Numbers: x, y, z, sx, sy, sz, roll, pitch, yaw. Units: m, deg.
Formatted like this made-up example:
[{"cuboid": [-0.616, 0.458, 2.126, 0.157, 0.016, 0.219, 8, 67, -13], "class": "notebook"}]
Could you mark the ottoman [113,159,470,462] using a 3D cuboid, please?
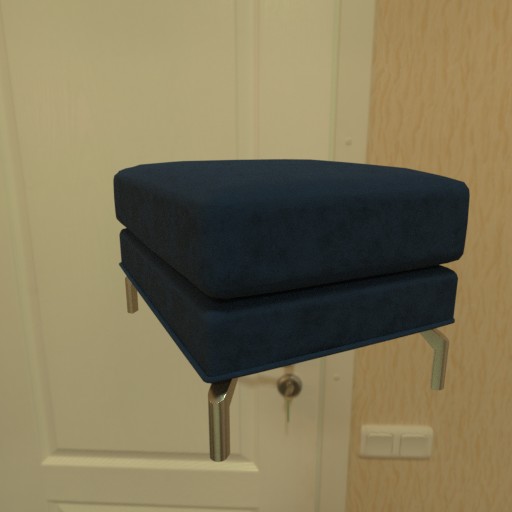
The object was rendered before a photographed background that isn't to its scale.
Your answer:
[{"cuboid": [0.000, 0.000, 1.174, 0.587, 0.498, 0.835, -7, 16, -25], "class": "ottoman"}]
